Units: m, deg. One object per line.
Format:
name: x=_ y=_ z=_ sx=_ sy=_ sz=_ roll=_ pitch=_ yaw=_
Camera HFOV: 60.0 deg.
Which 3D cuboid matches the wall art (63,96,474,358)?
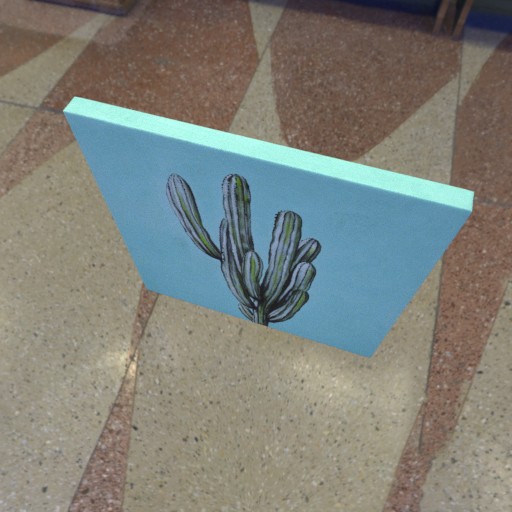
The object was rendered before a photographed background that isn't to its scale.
wall art: x=0.000 y=0.000 z=1.129 sx=0.765 sy=0.766 sz=0.054 roll=16 pitch=60 yaw=9
